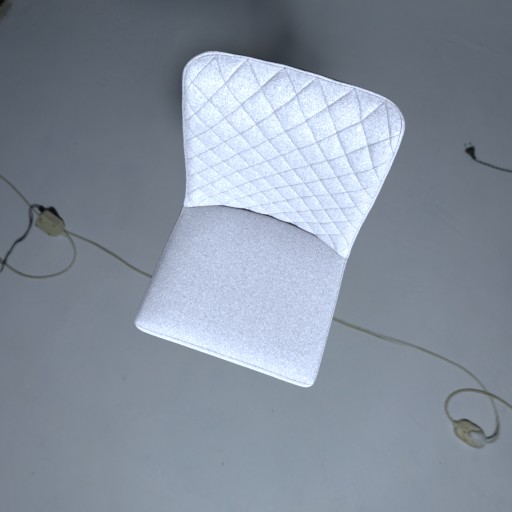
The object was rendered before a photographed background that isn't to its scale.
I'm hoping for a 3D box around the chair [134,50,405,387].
[{"bbox_3d":[0.000,0.000,1.232,0.508,0.889,0.587,18,77,4],"label":"chair"}]
